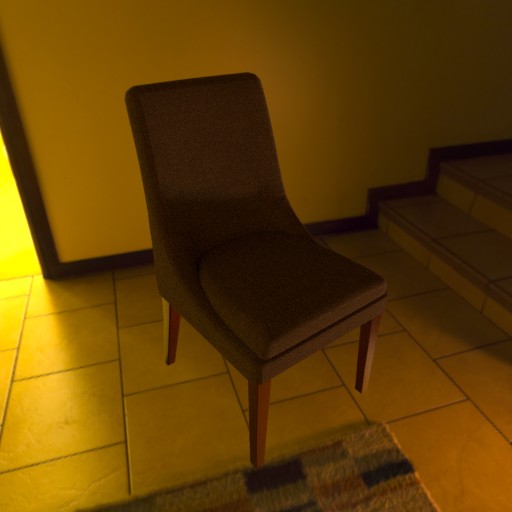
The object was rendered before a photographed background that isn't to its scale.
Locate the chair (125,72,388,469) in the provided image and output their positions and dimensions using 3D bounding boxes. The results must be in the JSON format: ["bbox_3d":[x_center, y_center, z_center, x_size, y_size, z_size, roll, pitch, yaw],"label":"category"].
[{"bbox_3d":[0.000,0.000,1.363,0.508,0.952,0.655,-22,37,-32],"label":"chair"}]
